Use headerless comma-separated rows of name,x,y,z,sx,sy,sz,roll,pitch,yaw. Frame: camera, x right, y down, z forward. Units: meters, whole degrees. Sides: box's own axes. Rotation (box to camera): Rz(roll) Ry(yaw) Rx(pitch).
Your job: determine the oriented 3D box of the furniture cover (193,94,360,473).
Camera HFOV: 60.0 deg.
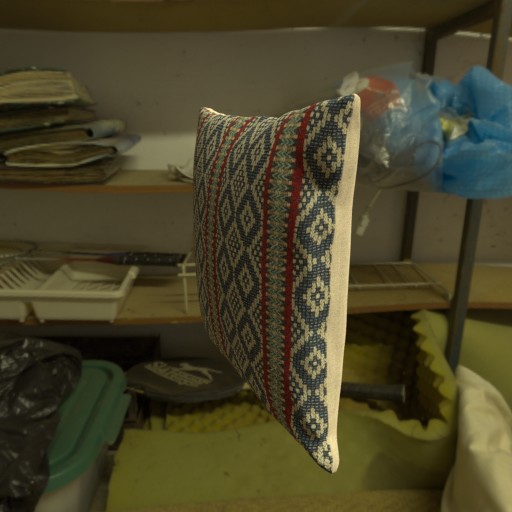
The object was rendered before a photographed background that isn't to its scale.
furniture cover,0.000,0.000,0.656,0.139,0.431,0.431,-8,18,-25
